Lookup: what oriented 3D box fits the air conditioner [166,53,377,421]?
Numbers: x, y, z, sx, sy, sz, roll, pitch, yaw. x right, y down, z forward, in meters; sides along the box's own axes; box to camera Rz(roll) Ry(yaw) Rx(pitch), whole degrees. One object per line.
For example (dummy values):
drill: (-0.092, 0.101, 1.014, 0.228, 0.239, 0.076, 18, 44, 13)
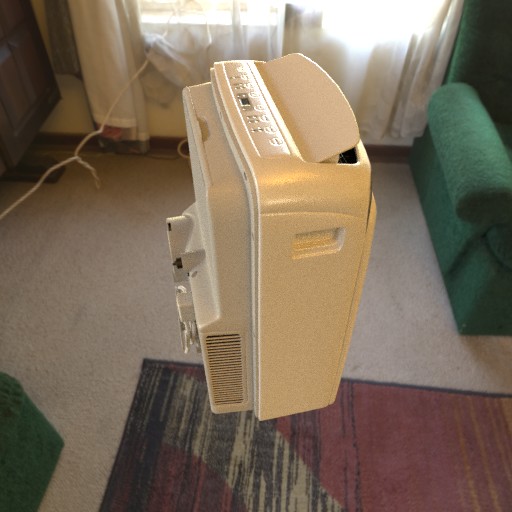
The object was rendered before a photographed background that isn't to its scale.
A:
air conditioner: (0.000, 0.000, 1.027, 0.414, 0.786, 0.449, -9, 47, -9)
